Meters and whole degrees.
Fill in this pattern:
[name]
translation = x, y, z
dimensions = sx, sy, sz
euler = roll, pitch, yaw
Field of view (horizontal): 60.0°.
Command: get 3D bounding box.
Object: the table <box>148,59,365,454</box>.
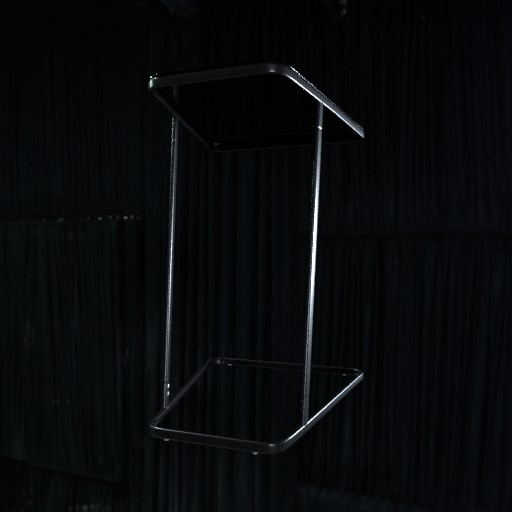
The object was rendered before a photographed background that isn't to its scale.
[table]
translation = 0.000, 0.000, 0.963
dimensions = 0.427, 0.624, 0.500
euler = 0, 1, 18
